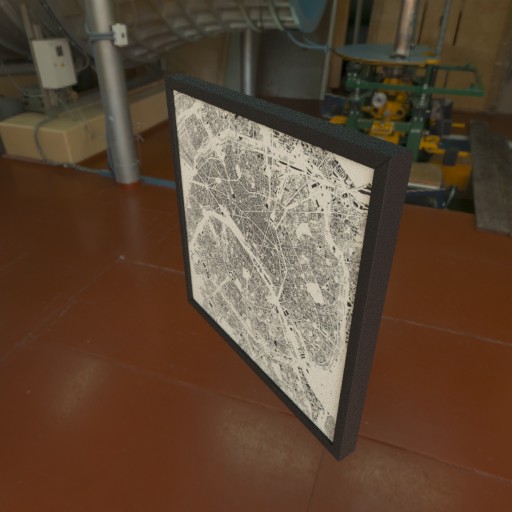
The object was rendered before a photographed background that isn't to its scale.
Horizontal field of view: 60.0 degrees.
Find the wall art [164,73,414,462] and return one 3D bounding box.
[{"bbox_3d":[0.000,0.000,0.755,0.037,0.508,0.508,-21,38,-29],"label":"wall art"}]
